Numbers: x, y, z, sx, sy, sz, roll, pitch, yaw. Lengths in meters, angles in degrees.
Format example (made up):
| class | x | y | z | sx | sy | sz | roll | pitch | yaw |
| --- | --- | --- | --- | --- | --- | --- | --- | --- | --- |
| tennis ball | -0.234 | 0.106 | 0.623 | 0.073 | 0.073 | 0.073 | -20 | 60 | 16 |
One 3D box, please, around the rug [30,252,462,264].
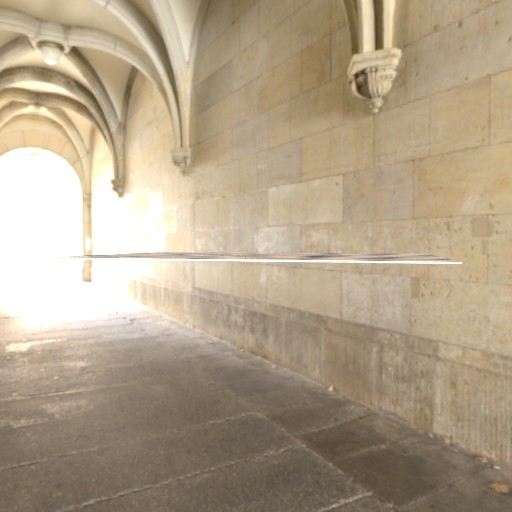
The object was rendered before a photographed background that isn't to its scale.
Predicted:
| class | x | y | z | sx | sy | sz | roll | pitch | yaw |
| --- | --- | --- | --- | --- | --- | --- | --- | --- | --- |
| rug | 0.000 | 0.000 | 2.336 | 1.813 | 0.006 | 1.202 | 0 | 2 | 16 |
